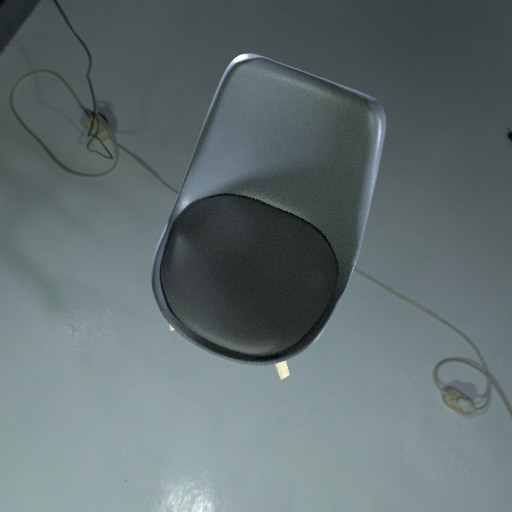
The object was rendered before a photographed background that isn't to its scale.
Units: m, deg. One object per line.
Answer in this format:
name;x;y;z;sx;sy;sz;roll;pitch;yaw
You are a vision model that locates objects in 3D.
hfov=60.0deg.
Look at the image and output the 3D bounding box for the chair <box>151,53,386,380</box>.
chair;0.000;0.000;1.169;0.485;0.850;0.550;23;77;6
